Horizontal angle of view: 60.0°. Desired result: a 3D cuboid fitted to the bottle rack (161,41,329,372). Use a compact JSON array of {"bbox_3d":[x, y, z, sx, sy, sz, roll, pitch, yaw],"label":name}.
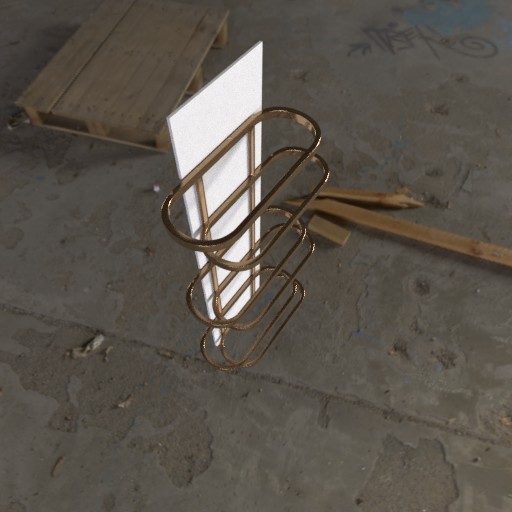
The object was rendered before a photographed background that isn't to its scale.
[{"bbox_3d":[0.000,0.000,0.819,0.118,0.709,0.332,31,63,18],"label":"bottle rack"}]
